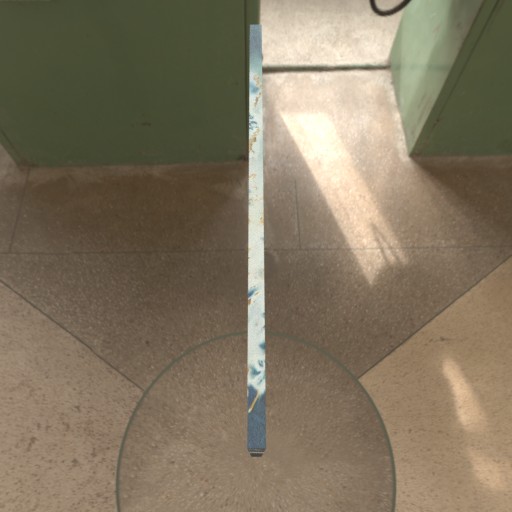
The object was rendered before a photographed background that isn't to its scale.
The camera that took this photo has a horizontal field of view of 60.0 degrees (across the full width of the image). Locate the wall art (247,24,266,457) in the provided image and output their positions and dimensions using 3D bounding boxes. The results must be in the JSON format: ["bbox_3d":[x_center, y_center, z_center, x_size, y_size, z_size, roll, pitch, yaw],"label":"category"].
[{"bbox_3d":[0.000,0.000,1.395,0.035,0.759,1.138,0,65,0],"label":"wall art"}]
